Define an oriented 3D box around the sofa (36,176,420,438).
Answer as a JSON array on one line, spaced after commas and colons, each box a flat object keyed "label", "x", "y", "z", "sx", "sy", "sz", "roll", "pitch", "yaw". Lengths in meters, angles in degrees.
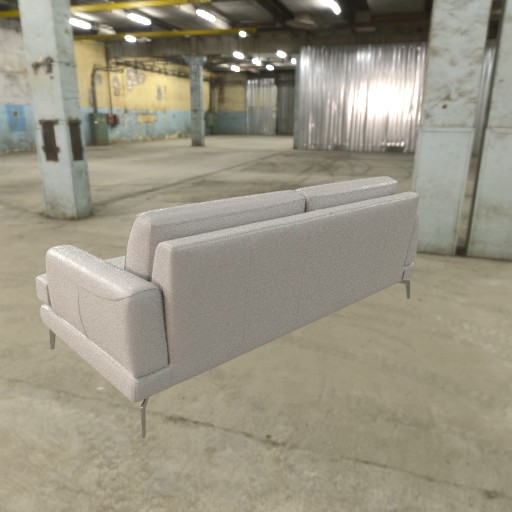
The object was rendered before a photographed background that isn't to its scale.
[{"label": "sofa", "x": 0.000, "y": 0.000, "z": 2.347, "sx": 1.940, "sy": 0.765, "sz": 0.974, "roll": -15, "pitch": 22, "yaw": -41}]
